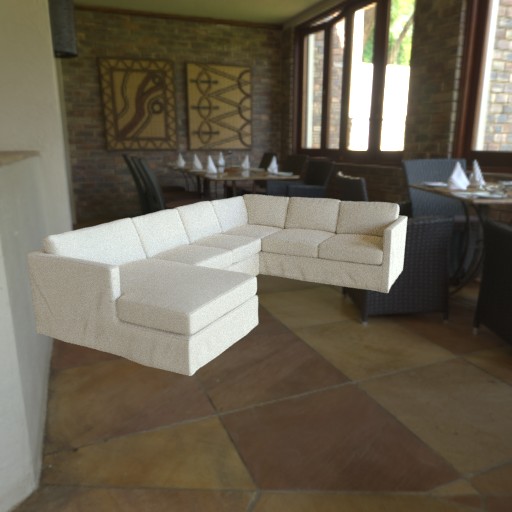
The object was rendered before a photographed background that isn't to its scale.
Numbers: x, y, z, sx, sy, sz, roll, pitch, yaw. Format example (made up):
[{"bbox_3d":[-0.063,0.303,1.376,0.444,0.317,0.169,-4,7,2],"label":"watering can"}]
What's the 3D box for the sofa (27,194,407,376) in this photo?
[{"bbox_3d":[0.000,0.000,4.555,2.448,0.882,3.464,7,16,26],"label":"sofa"}]
